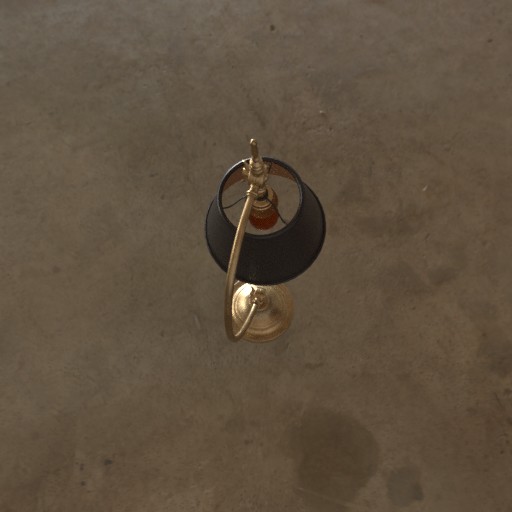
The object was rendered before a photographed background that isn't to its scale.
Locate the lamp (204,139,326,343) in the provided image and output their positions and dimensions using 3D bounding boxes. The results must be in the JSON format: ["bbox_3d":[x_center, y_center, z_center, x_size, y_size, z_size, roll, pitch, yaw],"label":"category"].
[{"bbox_3d":[0.000,0.000,0.844,0.235,0.675,0.344,15,65,7],"label":"lamp"}]
